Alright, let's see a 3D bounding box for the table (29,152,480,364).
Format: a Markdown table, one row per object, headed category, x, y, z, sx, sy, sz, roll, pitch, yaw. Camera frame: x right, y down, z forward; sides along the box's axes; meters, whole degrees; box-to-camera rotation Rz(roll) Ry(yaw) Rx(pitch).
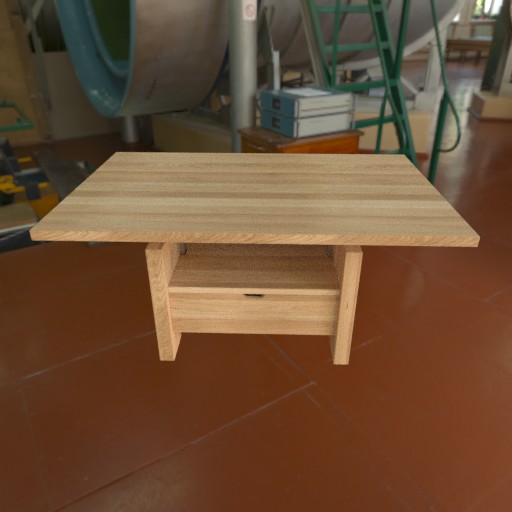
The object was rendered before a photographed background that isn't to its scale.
| category | x | y | z | sx | sy | sz | roll | pitch | yaw |
| --- | --- | --- | --- | --- | --- | --- | --- | --- | --- |
| table | 0.000 | 0.000 | 1.509 | 1.100 | 0.510 | 0.700 | 1 | 29 | 2 |
